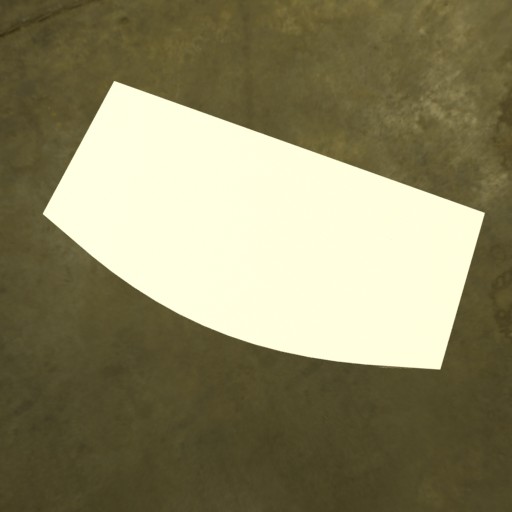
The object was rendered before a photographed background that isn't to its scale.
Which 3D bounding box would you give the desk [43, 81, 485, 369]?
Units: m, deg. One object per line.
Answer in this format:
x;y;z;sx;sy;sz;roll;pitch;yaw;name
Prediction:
0.000;0.000;2.071;1.600;0.750;0.802;21;77;5;desk
